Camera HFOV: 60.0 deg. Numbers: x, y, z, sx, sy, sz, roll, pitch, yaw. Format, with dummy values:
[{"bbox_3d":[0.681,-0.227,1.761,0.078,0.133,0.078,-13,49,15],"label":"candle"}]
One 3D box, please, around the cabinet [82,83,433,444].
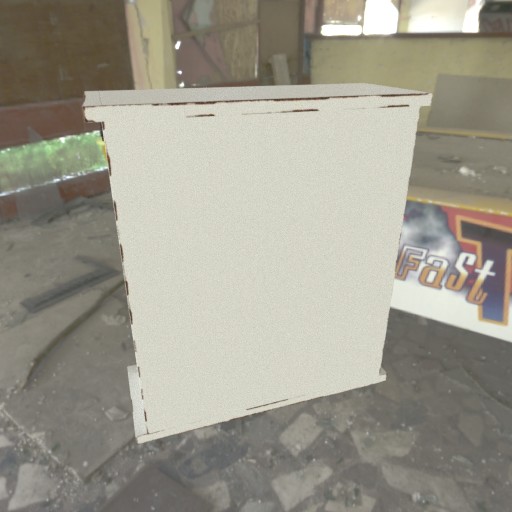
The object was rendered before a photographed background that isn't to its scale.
[{"bbox_3d":[0.000,0.000,0.866,0.541,0.603,0.210,-8,27,-17],"label":"cabinet"}]
